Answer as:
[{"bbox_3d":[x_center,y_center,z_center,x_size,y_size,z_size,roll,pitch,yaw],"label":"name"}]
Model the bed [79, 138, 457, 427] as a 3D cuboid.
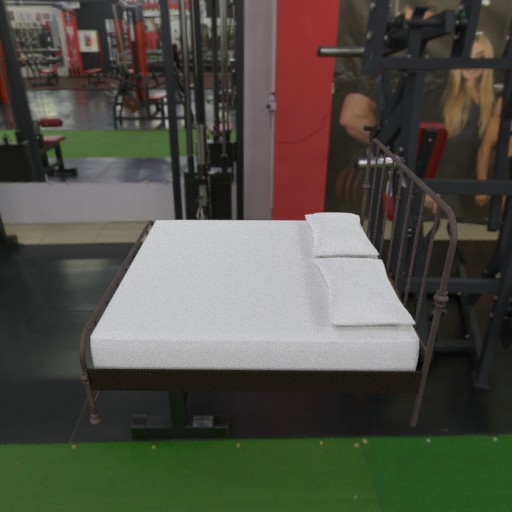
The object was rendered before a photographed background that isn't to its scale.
[{"bbox_3d":[0.000,0.000,3.433,2.134,1.446,2.044,0,27,1],"label":"bed"}]
